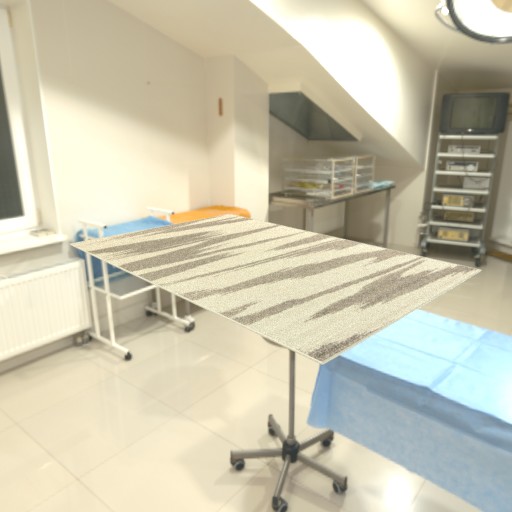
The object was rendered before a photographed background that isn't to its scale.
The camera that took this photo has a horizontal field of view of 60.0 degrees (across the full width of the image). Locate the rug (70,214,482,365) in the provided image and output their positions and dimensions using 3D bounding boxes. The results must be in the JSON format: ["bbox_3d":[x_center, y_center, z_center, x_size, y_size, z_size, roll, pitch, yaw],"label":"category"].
[{"bbox_3d":[0.000,0.000,2.327,1.225,0.008,1.827,-16,23,-42],"label":"rug"}]
